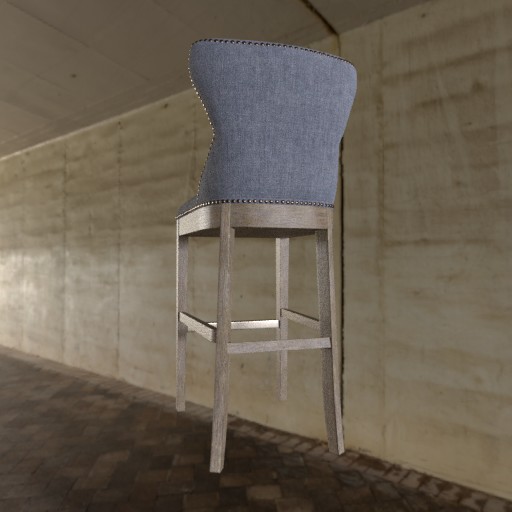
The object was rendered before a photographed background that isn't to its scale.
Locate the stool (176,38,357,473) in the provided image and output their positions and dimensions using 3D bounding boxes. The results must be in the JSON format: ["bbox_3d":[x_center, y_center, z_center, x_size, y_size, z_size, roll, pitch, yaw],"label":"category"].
[{"bbox_3d":[0.000,0.000,1.414,0.494,1.123,0.606,0,-1,-18],"label":"stool"}]
